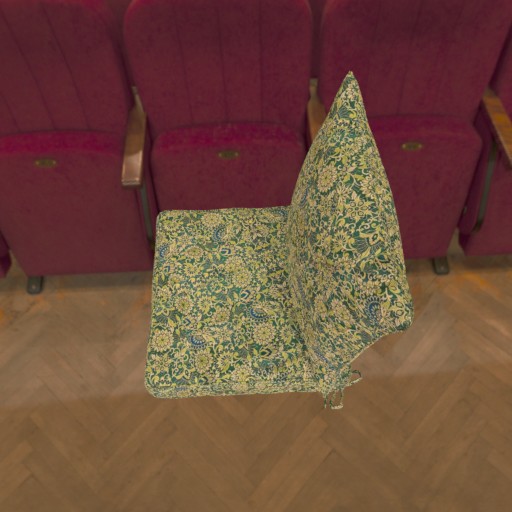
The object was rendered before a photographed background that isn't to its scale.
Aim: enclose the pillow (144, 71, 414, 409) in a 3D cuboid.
[{"bbox_3d":[0.000,0.000,1.351,0.740,0.722,0.798,-2,60,-1],"label":"pillow"}]
